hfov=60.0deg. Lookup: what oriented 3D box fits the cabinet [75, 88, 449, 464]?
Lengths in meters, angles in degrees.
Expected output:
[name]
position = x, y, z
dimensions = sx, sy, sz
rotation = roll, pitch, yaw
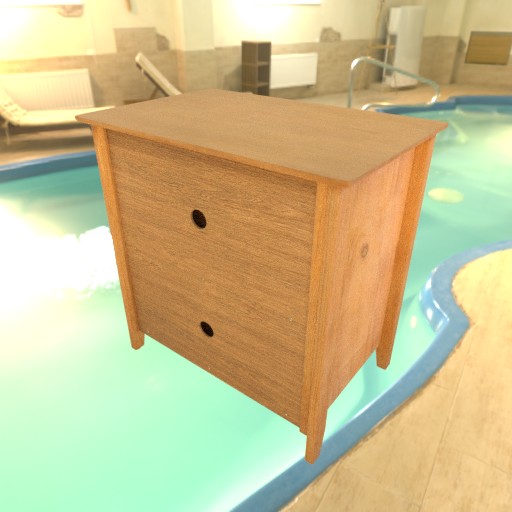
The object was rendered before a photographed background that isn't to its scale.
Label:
[cabinet]
position = 0.000, 0.000, 1.257
dimensions = 0.763, 0.762, 0.503
rotation = 21, 36, 32
